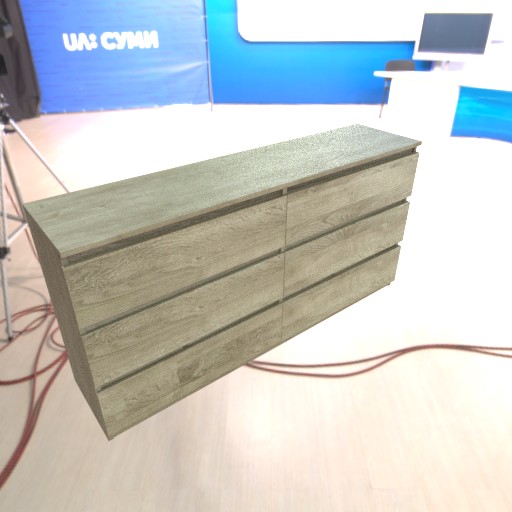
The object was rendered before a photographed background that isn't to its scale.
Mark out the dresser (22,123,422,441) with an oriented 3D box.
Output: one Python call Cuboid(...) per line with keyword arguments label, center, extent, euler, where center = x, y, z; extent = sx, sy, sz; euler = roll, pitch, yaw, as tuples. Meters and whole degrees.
Cuboid(label="dresser", center=(0.000, 0.000, 1.901), extent=(1.590, 0.795, 0.390), euler=(-22, 38, -32))
